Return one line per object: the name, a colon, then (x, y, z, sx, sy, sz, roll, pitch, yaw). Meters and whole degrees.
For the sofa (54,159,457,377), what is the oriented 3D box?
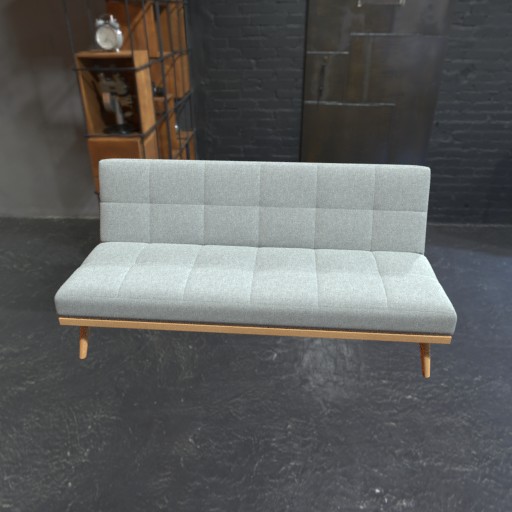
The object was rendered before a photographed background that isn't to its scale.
sofa: (0.000, 0.000, 2.286, 1.820, 0.800, 0.800, 2, 28, 4)
